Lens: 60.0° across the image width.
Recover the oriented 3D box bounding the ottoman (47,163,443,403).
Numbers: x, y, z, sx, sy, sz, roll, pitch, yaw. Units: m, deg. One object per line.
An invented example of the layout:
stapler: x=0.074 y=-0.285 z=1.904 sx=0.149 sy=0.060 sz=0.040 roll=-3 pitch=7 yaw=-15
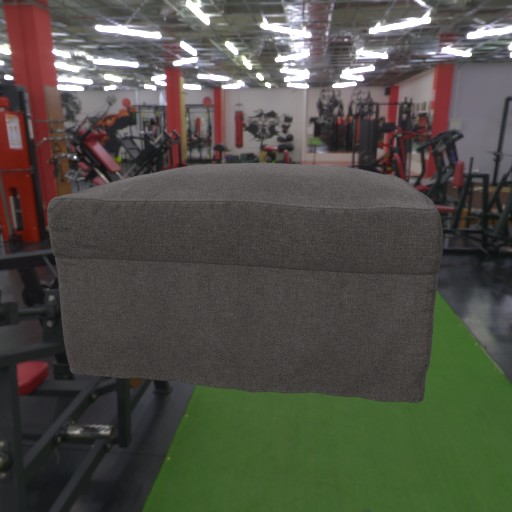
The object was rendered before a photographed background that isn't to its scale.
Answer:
ottoman: x=0.000 y=0.000 z=1.239 sx=0.833 sy=0.492 sz=0.652 roll=2 pitch=16 yaw=8
